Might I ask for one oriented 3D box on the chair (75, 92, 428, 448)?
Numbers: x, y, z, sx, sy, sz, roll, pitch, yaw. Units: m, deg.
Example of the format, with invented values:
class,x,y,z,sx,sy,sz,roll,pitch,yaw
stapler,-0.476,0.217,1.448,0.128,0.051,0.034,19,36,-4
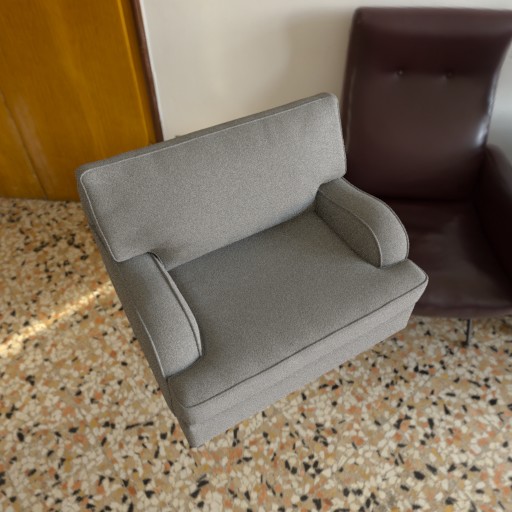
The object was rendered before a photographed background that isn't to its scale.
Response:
class,x,y,z,sx,sy,sz,roll,pitch,yaw
chair,0.000,0.000,2.015,1.220,1.016,1.040,-23,51,-20
